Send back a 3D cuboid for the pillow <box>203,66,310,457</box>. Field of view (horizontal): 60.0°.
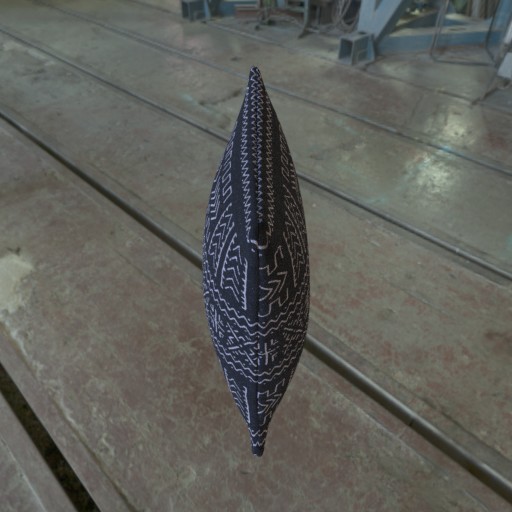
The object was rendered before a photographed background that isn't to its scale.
[{"bbox_3d":[0.000,0.000,0.685,0.164,0.430,0.438,0,42,0],"label":"pillow"}]
